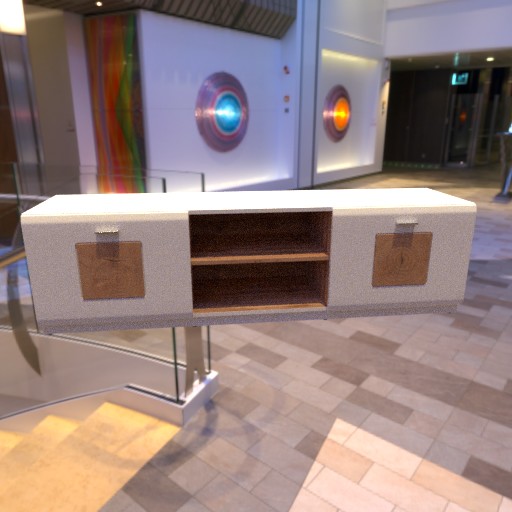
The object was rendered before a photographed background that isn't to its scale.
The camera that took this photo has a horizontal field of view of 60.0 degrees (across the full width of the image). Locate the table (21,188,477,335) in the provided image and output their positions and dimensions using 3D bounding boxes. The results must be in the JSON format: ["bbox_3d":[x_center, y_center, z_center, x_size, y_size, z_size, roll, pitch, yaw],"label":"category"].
[{"bbox_3d":[0.000,0.000,1.725,1.550,0.440,0.400,-2,17,-7],"label":"table"}]
